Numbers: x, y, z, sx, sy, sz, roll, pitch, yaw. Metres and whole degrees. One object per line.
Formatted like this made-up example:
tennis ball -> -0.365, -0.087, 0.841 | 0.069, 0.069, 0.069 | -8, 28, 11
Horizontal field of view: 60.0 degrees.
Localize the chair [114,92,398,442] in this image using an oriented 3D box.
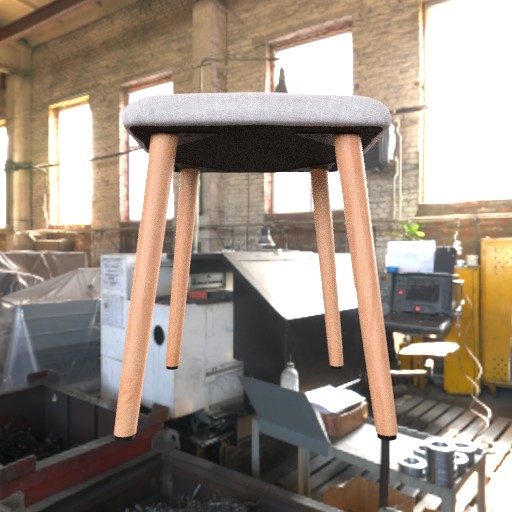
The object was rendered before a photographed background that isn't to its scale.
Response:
chair -> 0.000, 0.000, 0.700 | 0.350, 0.440, 0.350 | 0, 1, -1
